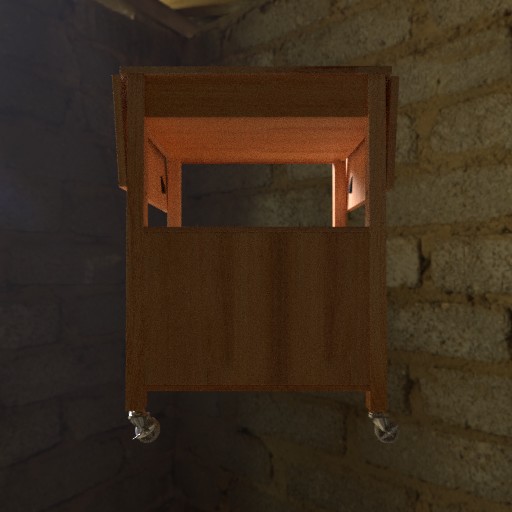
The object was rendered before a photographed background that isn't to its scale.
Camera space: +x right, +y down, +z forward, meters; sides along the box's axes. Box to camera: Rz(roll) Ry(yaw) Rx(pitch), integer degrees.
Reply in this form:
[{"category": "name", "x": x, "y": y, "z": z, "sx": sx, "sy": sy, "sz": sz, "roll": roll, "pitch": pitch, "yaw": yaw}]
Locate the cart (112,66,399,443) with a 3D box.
[{"category": "cart", "x": 0.000, "y": 0.000, "z": 1.227, "sx": 0.640, "sy": 0.838, "sz": 0.508, "roll": 0, "pitch": -1, "yaw": 0}]
